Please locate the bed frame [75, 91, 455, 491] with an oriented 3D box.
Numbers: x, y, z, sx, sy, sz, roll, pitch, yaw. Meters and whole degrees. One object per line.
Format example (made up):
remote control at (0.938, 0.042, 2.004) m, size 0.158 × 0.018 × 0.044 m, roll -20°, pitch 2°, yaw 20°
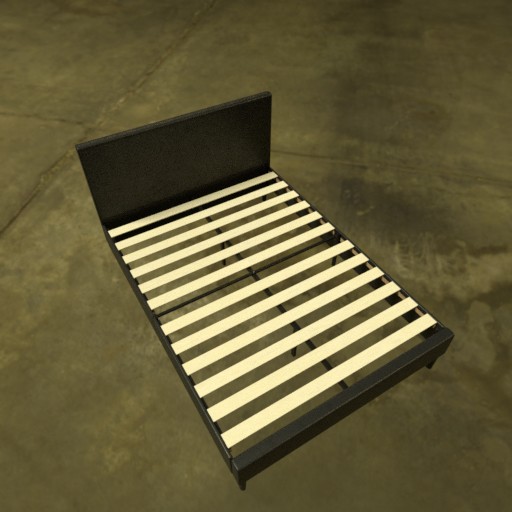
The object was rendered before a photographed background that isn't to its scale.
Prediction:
bed frame at (0.000, 0.000, 3.169) m, size 1.634 × 1.127 × 2.318 m, roll -24°, pitch 50°, yaw -21°
